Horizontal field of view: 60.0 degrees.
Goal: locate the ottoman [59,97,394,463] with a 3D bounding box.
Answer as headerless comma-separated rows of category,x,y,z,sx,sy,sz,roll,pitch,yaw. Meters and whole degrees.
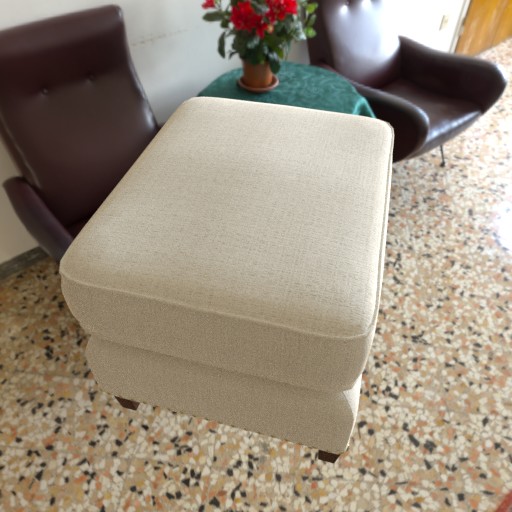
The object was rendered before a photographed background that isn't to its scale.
ottoman,0.000,0.000,1.104,0.589,0.537,0.738,11,47,10
